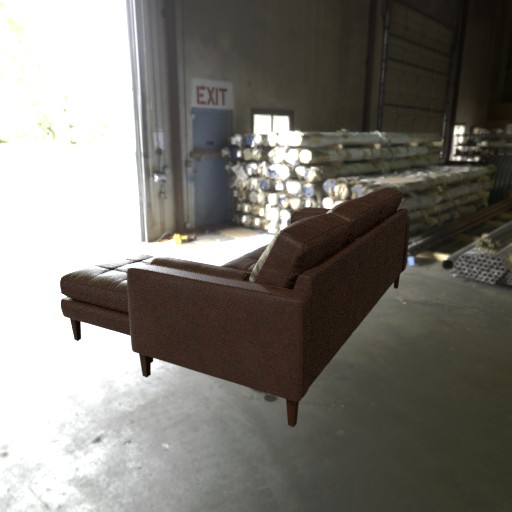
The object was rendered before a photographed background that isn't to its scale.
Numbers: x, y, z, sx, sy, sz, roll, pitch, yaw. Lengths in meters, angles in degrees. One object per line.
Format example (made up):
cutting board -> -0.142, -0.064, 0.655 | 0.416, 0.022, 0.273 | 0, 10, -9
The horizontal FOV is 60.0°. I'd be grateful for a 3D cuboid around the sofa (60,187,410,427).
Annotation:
sofa -> 0.000, 0.000, 3.022 | 1.613, 0.841, 2.185 | 8, 17, 28
